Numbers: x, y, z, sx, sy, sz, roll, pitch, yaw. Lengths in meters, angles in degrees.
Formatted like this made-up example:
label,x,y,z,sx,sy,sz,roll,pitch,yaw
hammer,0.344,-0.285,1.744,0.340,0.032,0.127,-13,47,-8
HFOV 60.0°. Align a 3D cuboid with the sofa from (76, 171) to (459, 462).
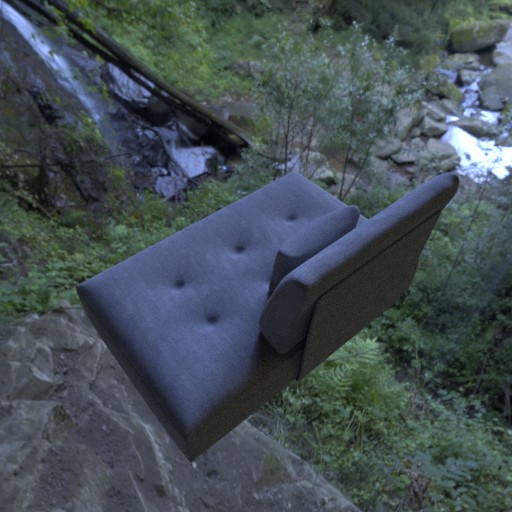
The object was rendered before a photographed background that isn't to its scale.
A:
label,x,y,z,sx,sy,sz,roll,pitch,yaw
sofa,0.000,0.000,2.047,1.450,0.820,1.002,-31,54,-26
